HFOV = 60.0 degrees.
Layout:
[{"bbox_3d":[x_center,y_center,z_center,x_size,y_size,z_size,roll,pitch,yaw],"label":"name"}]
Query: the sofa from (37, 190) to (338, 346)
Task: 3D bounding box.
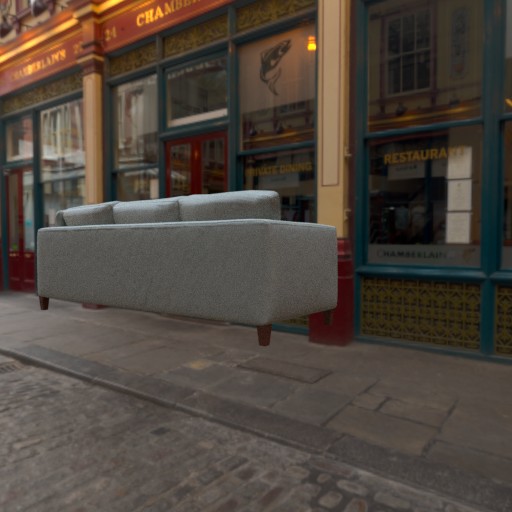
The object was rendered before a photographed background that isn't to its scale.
[{"bbox_3d":[0.000,0.000,4.587,2.592,0.947,3.301,1,2,36],"label":"sofa"}]
